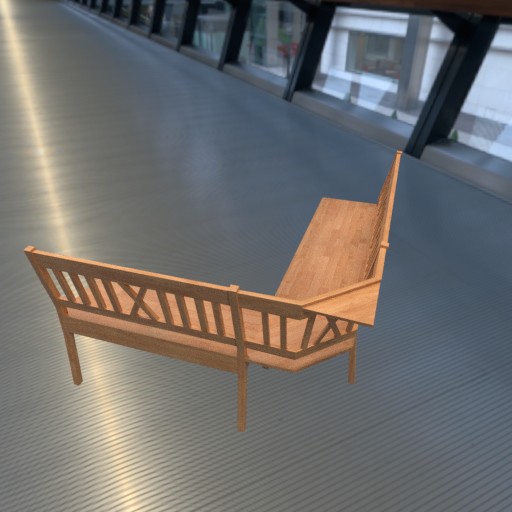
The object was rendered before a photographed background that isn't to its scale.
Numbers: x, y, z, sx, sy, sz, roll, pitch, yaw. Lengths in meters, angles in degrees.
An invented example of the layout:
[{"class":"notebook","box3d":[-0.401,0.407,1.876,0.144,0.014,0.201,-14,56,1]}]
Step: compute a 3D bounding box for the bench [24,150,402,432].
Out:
[{"class":"bench","box3d":[0.000,0.000,2.780,1.537,0.902,1.937,10,33,15]}]
